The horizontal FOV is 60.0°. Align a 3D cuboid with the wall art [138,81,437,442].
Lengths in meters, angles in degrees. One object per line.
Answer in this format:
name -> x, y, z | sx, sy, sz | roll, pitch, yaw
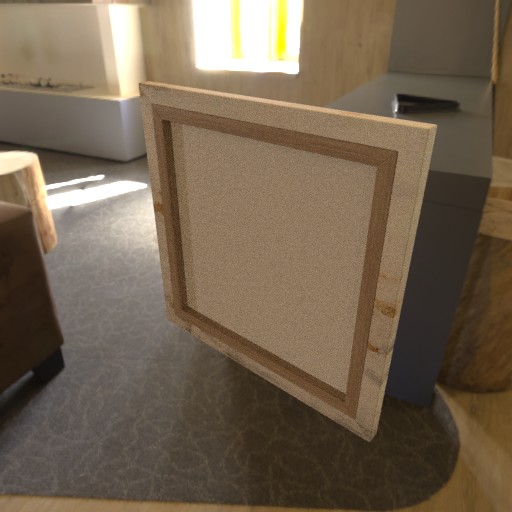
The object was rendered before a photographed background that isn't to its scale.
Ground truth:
wall art -> 0.000, 0.000, 1.116 | 0.753, 0.755, 0.038 | 22, 36, 34
